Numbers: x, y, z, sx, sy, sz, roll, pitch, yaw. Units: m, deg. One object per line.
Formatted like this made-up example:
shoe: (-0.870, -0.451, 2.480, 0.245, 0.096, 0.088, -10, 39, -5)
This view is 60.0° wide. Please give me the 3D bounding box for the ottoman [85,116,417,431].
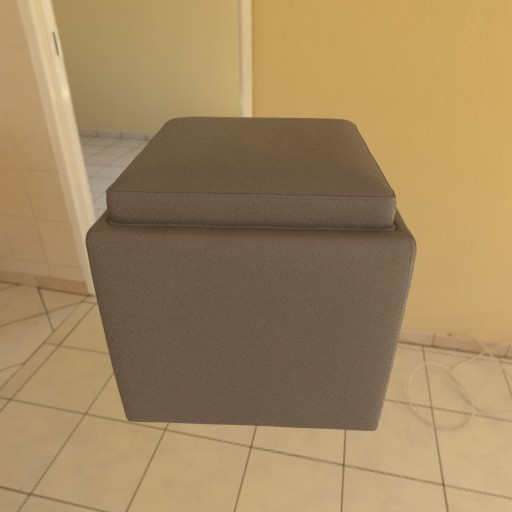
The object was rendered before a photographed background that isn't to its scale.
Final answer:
ottoman: (0.000, 0.000, 0.838, 0.451, 0.460, 0.450, 1, 31, 2)
